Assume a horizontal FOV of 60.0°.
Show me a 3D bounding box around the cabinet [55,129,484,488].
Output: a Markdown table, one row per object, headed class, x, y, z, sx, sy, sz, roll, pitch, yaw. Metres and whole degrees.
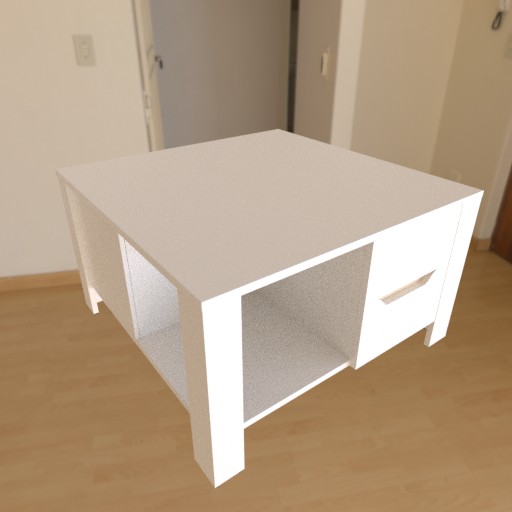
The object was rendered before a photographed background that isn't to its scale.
| class | x | y | z | sx | sy | sz | roll | pitch | yaw |
| --- | --- | --- | --- | --- | --- | --- | --- | --- | --- |
| cabinet | 0.000 | 0.000 | 1.271 | 0.800 | 0.460 | 0.800 | -20 | 35 | -31 |
